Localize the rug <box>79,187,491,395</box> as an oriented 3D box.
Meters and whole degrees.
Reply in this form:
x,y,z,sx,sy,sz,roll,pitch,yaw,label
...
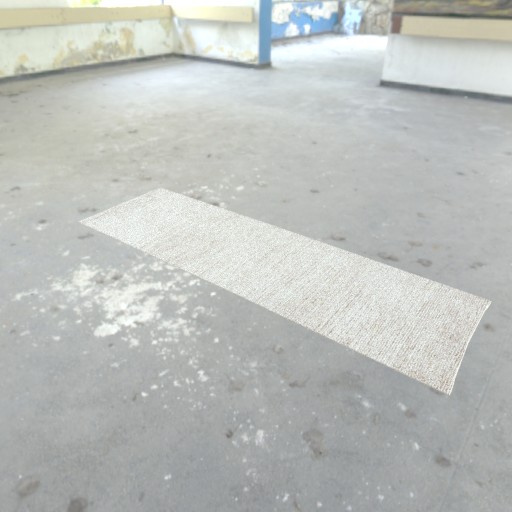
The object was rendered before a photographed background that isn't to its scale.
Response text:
x,y,z,sx,sy,sz,roll,pitch,yaw,label
0.000,0.000,2.496,2.346,0.013,0.712,22,38,31,rug
